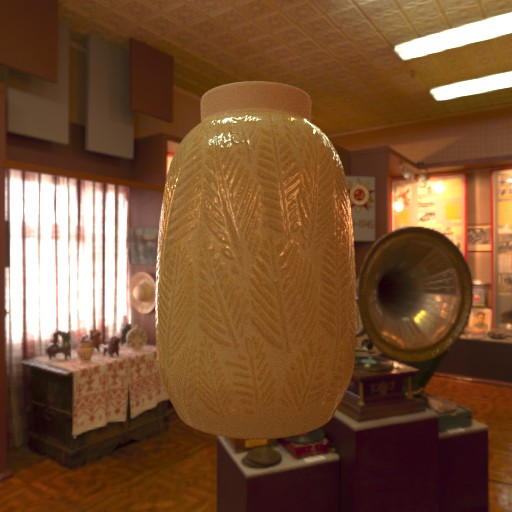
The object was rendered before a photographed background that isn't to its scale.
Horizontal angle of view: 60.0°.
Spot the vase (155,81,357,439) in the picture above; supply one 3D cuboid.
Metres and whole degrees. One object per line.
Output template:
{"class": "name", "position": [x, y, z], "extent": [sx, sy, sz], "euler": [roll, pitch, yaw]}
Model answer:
{"class": "vase", "position": [0.000, 0.000, 0.389], "extent": [0.172, 0.270, 0.172], "euler": [0, 0, 0]}
